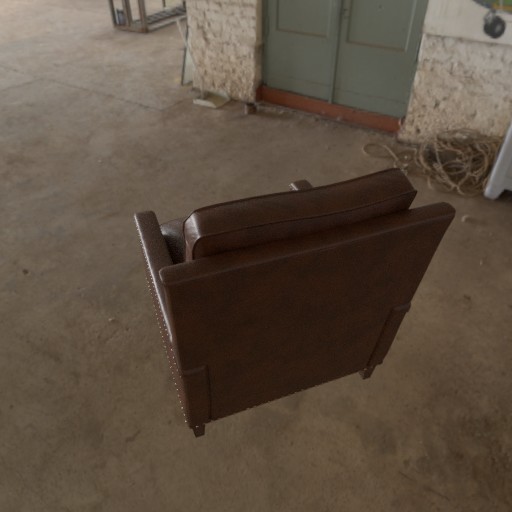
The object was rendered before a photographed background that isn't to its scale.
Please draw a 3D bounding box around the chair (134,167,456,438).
[{"bbox_3d":[0.000,0.000,1.801,0.854,1.054,1.035,-14,42,-16],"label":"chair"}]
